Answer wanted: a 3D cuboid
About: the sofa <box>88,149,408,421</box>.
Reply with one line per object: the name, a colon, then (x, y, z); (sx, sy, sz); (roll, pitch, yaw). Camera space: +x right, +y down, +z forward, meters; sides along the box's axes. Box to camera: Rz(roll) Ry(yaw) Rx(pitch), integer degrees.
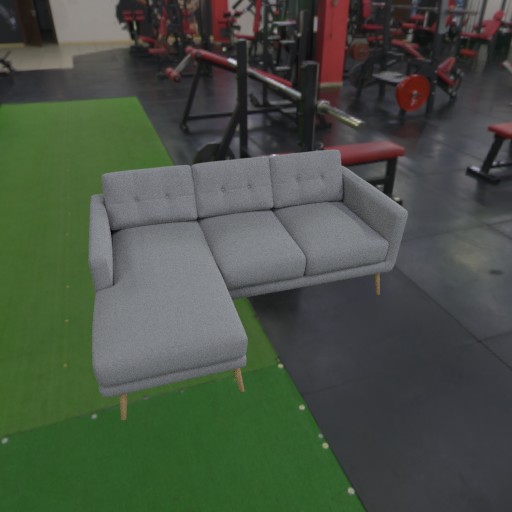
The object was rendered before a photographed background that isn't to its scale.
sofa: (0.000, 0.000, 2.894); (2.040, 0.860, 1.530); (-9, 33, -14)
